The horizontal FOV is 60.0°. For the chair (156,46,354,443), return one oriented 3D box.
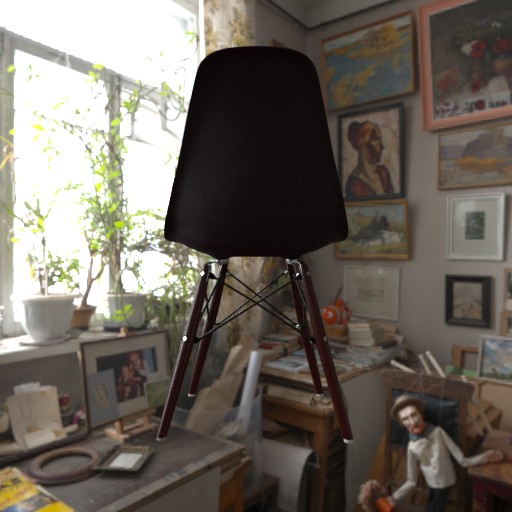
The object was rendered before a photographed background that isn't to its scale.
[{"bbox_3d":[0.000,0.000,1.135,0.470,0.826,0.533,0,0,0],"label":"chair"}]
